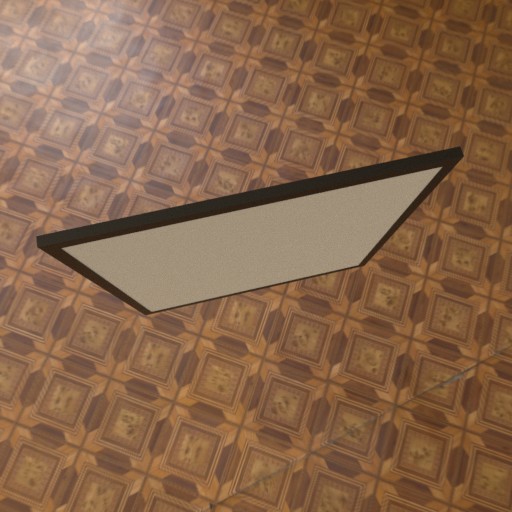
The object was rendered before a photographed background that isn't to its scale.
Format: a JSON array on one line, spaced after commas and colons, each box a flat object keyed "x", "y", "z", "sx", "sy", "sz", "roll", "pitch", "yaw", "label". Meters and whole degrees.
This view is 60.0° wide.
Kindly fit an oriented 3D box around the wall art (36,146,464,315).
[{"x": 0.000, "y": 0.000, "z": 1.207, "sx": 0.807, "sy": 0.807, "sz": 0.022, "roll": -12, "pitch": 74, "yaw": -4, "label": "wall art"}]
